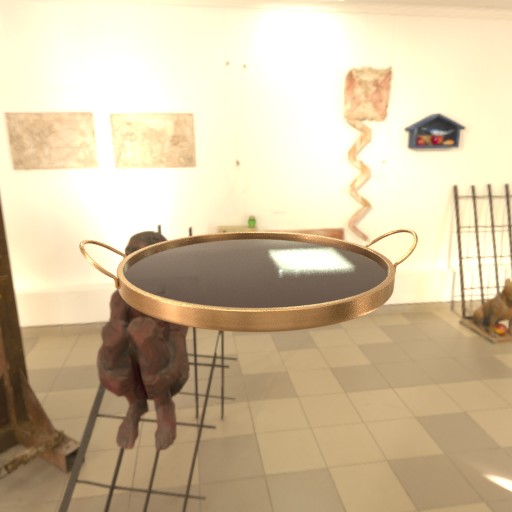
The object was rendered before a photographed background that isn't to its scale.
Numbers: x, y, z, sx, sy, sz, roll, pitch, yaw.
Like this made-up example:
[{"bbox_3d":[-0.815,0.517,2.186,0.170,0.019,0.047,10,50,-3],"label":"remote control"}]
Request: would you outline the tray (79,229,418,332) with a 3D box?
[{"bbox_3d":[0.000,0.000,0.726,0.543,0.069,0.438,-2,16,-9],"label":"tray"}]
